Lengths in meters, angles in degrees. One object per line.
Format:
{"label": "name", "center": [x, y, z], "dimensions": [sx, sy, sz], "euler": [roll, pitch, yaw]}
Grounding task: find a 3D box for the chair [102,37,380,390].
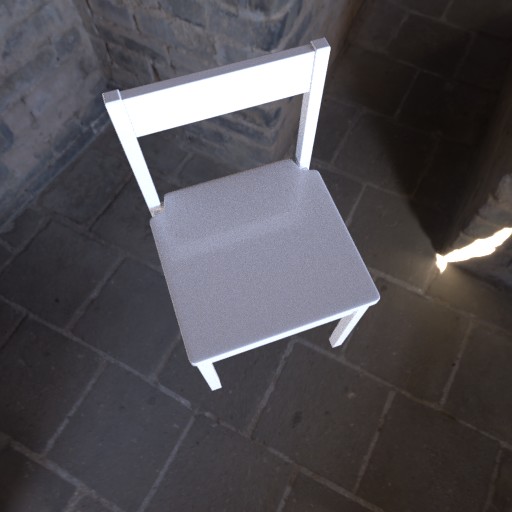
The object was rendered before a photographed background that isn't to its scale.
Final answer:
{"label": "chair", "center": [0.000, 0.000, 0.906], "dimensions": [0.367, 0.668, 0.361], "euler": [-18, 66, -8]}
